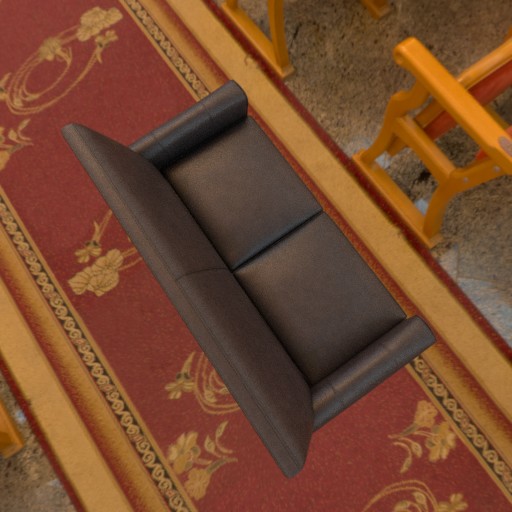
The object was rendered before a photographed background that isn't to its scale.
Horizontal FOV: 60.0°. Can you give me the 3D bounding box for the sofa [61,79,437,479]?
[{"bbox_3d":[0.000,0.000,1.989,0.787,0.871,1.473,-34,78,-8],"label":"sofa"}]
